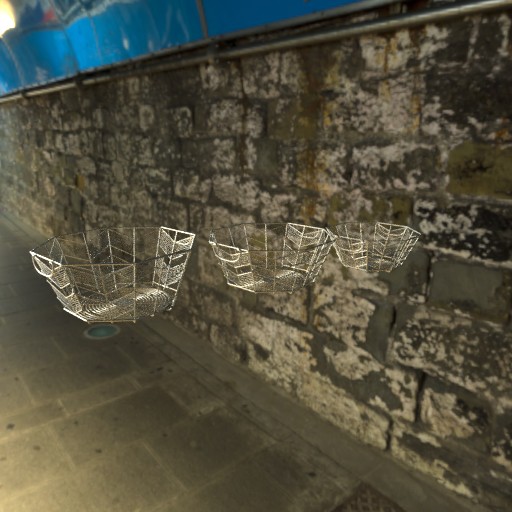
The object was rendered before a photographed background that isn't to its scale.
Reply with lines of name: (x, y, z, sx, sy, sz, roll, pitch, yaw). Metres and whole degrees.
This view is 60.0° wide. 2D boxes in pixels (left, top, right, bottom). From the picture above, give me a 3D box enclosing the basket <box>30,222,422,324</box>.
basket: (0.000, 0.000, 1.384, 1.246, 0.178, 0.432, -7, 17, -25)
